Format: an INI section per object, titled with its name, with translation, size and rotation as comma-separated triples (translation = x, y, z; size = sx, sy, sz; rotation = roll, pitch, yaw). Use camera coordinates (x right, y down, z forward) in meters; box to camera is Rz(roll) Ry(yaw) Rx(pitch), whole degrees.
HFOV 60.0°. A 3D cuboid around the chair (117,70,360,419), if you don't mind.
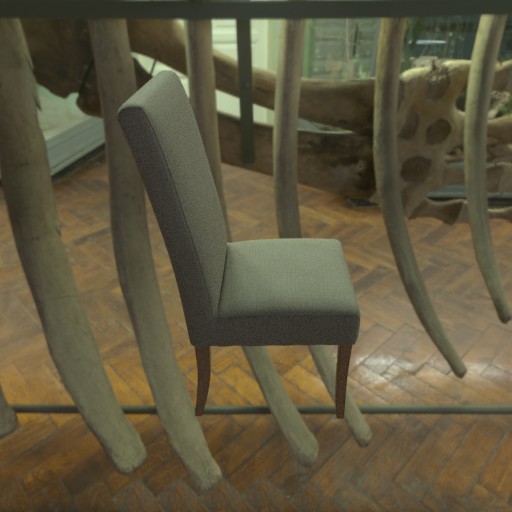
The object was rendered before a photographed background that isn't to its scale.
[chair]
translation = 0.000, 0.000, 1.404
size = 0.611, 1.033, 0.450
rotation = 1, 32, 1
